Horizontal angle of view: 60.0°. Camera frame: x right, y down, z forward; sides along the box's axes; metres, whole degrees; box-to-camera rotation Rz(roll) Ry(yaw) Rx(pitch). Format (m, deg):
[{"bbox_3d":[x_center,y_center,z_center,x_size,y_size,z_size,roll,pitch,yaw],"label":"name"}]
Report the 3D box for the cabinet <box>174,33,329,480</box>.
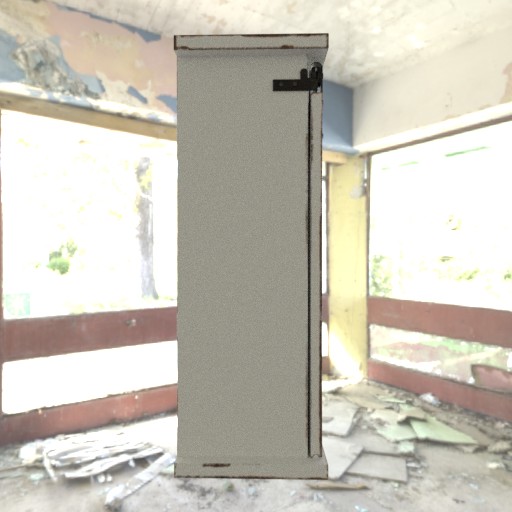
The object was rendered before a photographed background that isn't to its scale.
[{"bbox_3d":[0.000,0.000,0.871,0.210,0.603,0.541,0,0,1],"label":"cabinet"}]
